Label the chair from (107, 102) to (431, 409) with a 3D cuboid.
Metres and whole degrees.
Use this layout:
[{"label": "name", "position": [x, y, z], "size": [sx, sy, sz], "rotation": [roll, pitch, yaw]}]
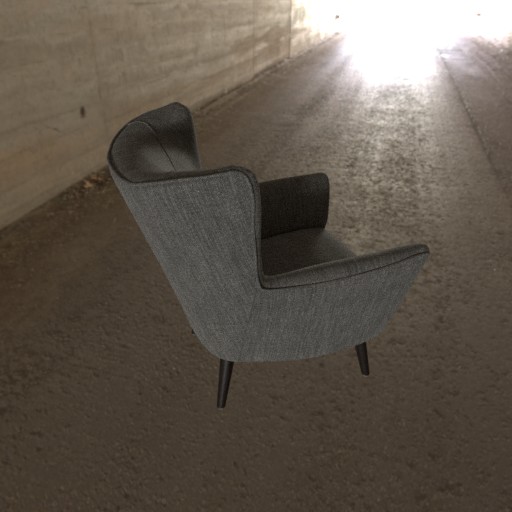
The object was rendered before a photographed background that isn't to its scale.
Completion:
[{"label": "chair", "position": [0.000, 0.000, 1.572], "size": [0.888, 0.933, 0.781], "rotation": [-10, 32, -17]}]
